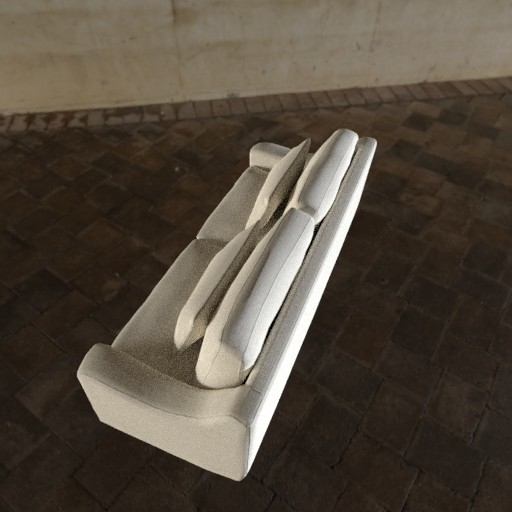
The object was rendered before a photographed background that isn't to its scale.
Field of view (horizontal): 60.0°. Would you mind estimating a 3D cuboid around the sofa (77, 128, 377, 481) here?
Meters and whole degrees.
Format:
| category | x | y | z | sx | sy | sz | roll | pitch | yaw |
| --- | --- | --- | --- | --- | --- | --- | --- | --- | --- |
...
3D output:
| category | x | y | z | sx | sy | sz | roll | pitch | yaw |
| --- | --- | --- | --- | --- | --- | --- | --- | --- | --- |
| sofa | 0.000 | 0.000 | 2.973 | 1.009 | 1.022 | 2.470 | 16 | 47 | 16 |
